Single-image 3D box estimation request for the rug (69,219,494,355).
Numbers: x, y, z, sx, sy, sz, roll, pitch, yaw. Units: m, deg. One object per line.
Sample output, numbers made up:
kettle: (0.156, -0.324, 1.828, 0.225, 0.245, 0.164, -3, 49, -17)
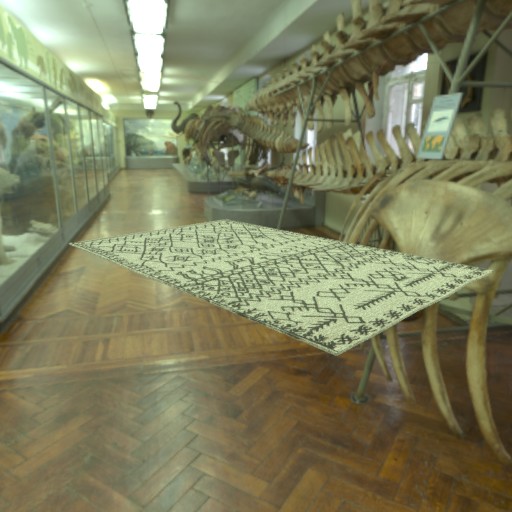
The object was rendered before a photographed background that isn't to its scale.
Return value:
rug: (0.000, 0.000, 4.607, 2.393, 0.019, 3.824, -13, 20, -42)
